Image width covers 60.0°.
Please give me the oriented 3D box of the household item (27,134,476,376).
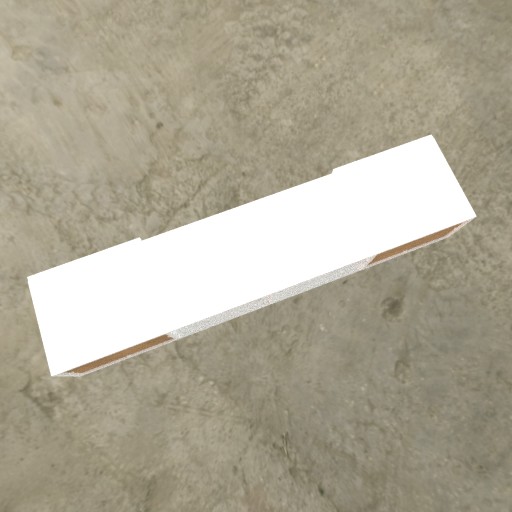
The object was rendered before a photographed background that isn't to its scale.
[{"bbox_3d":[0.000,0.000,2.001,1.850,0.310,0.420,-20,76,-5],"label":"household item"}]
